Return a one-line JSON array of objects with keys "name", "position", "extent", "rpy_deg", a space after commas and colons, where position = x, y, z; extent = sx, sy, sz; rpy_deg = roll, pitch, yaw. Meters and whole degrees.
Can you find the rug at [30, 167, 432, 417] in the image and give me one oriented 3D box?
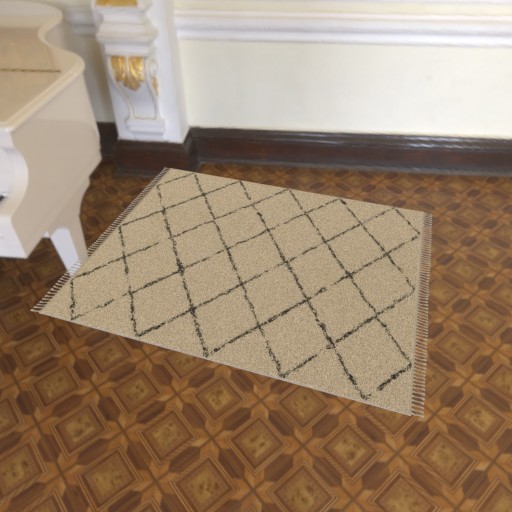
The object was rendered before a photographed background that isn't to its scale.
[{"name": "rug", "position": [0.000, 0.000, 4.064], "extent": [3.051, 0.013, 2.380], "rpy_deg": [12, 43, 13]}]
